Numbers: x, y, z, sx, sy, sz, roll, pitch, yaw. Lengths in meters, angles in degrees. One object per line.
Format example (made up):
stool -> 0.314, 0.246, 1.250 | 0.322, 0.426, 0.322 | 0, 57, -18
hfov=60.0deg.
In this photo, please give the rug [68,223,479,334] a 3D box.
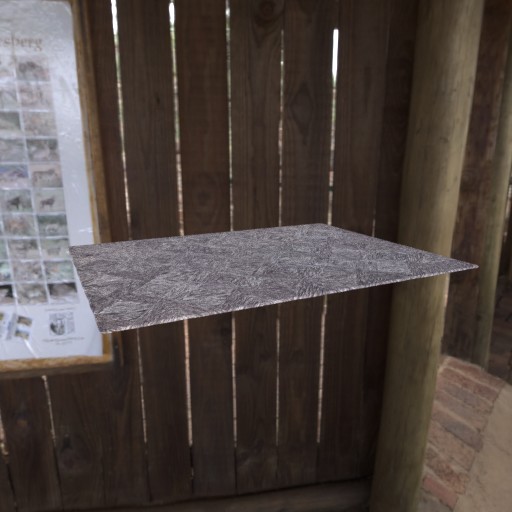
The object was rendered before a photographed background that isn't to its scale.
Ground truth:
rug -> 0.000, 0.000, 4.280 | 3.204, 0.017, 2.448 | -7, 16, -26
